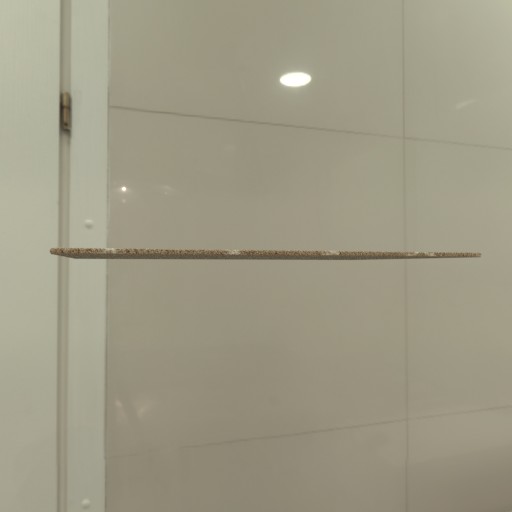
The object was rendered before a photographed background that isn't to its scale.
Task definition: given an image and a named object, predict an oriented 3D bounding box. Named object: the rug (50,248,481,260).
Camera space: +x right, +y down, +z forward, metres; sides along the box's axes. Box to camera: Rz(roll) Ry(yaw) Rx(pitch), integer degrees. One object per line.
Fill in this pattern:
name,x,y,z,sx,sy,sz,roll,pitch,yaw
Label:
rug,0.000,0.000,3.064,2.438,0.030,1.524,0,-1,-18
